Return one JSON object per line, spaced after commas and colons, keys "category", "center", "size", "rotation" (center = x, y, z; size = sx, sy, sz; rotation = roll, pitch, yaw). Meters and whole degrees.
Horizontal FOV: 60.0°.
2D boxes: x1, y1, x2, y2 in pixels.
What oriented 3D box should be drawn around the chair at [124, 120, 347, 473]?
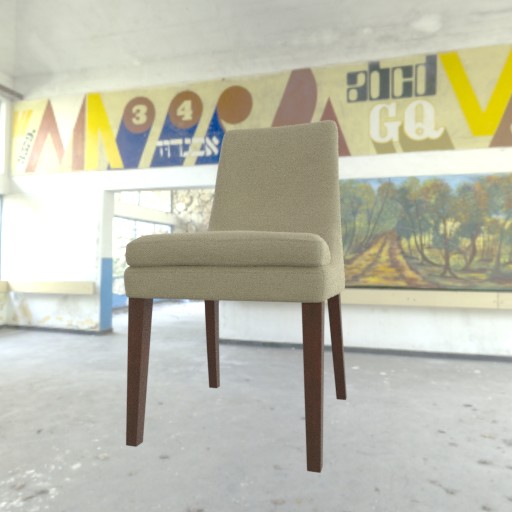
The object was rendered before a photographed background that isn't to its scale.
{"category": "chair", "center": [0.000, 0.000, 1.316], "size": [0.515, 0.940, 0.638], "rotation": [0, -1, 17]}
